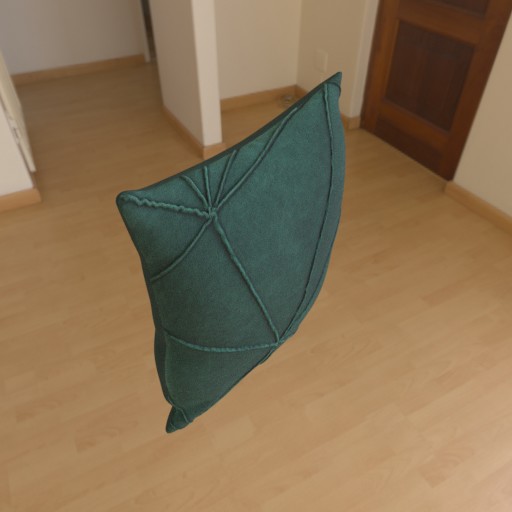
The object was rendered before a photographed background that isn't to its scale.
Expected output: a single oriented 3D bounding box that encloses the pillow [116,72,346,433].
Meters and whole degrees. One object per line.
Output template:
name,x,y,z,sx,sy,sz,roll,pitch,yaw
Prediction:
pillow,0.000,0.000,0.672,0.184,0.440,0.439,26,48,26
